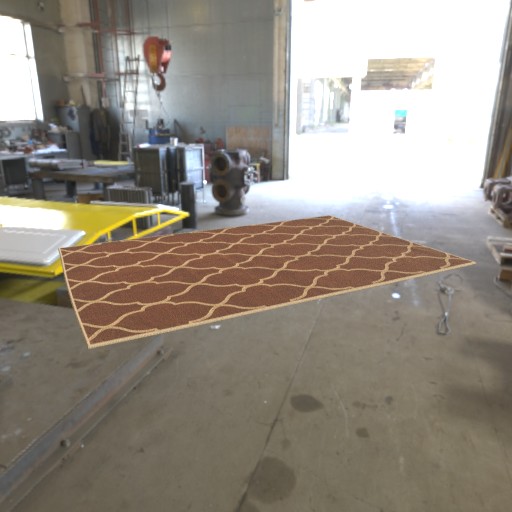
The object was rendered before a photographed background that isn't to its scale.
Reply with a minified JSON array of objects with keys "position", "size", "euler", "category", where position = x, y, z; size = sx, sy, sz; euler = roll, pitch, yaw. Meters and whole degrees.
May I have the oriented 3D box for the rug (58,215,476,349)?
[{"position":[0.000,0.000,2.878],"size":[2.290,0.014,1.526],"euler":[-9,20,-26],"category":"rug"}]
